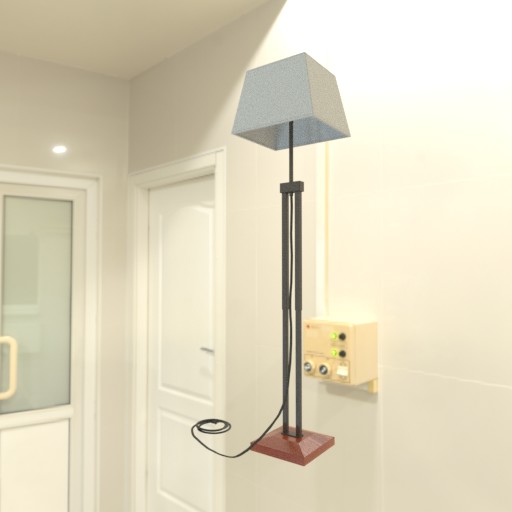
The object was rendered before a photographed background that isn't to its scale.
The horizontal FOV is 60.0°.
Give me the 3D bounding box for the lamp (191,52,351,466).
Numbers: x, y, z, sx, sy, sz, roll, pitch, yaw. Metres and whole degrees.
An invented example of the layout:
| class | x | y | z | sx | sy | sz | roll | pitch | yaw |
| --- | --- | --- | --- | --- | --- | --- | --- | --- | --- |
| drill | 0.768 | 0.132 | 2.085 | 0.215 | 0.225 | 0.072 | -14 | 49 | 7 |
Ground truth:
| class | x | y | z | sx | sy | sz | roll | pitch | yaw |
| --- | --- | --- | --- | --- | --- | --- | --- | --- | --- |
| lamp | 0.000 | 0.000 | 2.057 | 0.745 | 1.712 | 0.472 | -1 | -2 | 36 |
